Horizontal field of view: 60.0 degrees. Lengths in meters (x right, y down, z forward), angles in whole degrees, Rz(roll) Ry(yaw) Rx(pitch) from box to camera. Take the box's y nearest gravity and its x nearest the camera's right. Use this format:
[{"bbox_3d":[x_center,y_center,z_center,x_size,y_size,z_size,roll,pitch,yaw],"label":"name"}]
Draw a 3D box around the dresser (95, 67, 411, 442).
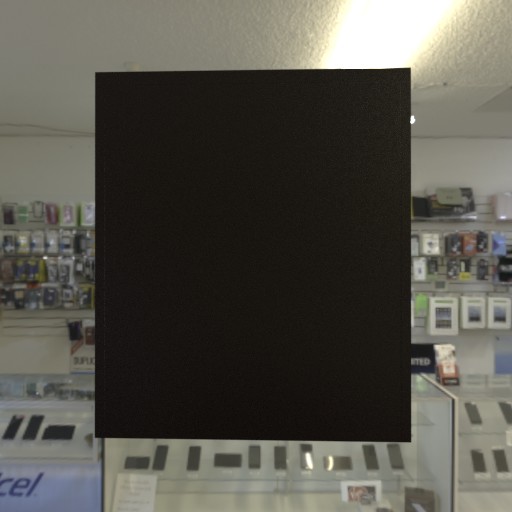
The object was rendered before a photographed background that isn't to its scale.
[{"bbox_3d":[0.000,0.000,0.740,0.400,0.470,0.360,0,0,2],"label":"dresser"}]
